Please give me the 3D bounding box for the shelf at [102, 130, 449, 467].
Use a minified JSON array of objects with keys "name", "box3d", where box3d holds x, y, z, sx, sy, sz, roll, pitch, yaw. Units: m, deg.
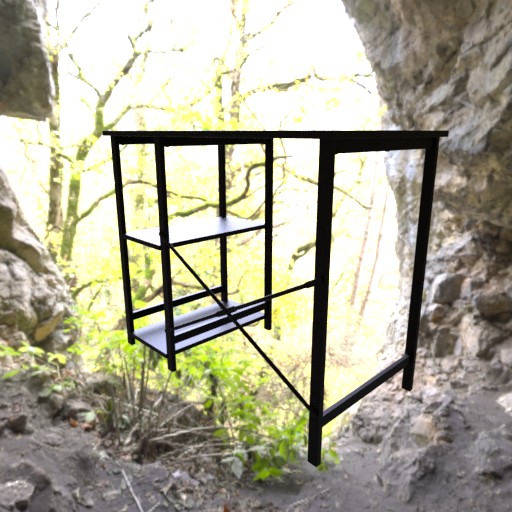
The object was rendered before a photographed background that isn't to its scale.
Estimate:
[{"name":"shelf","box3d":[0.000,0.000,1.376,0.498,0.749,0.902,-15,21,-42]}]
